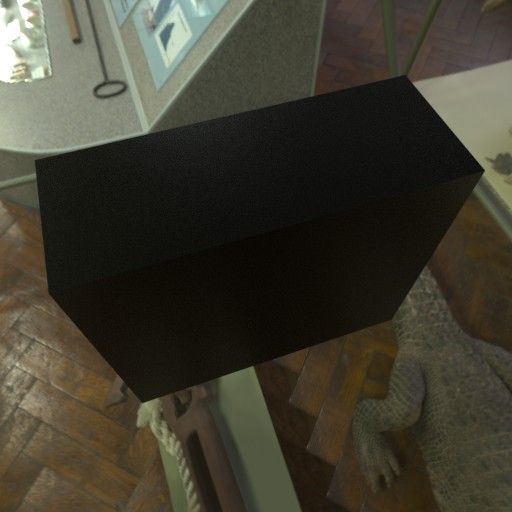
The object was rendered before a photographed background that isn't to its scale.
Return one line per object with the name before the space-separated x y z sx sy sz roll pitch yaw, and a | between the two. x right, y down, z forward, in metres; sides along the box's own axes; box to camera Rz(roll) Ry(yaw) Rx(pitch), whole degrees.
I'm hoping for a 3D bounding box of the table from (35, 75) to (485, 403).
table | 0.000 0.000 1.319 0.930 0.790 0.380 -16 59 -10
